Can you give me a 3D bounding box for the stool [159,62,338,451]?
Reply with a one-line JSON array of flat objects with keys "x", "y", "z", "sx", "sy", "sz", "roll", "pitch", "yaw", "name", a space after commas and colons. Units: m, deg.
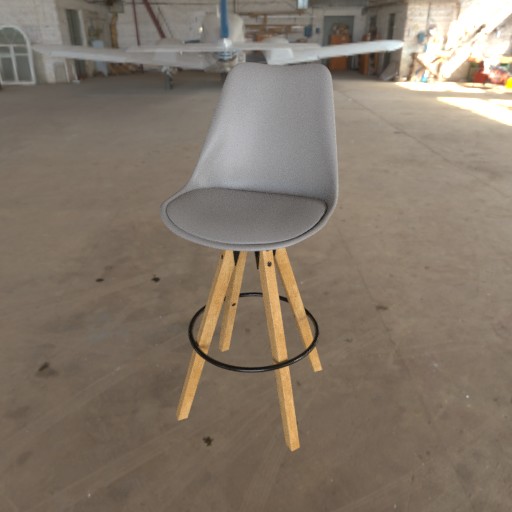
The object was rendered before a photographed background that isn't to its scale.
[{"x": 0.000, "y": 0.000, "z": 1.426, "sx": 0.485, "sy": 1.115, "sz": 0.550, "roll": 8, "pitch": 28, "yaw": 16, "name": "stool"}]
